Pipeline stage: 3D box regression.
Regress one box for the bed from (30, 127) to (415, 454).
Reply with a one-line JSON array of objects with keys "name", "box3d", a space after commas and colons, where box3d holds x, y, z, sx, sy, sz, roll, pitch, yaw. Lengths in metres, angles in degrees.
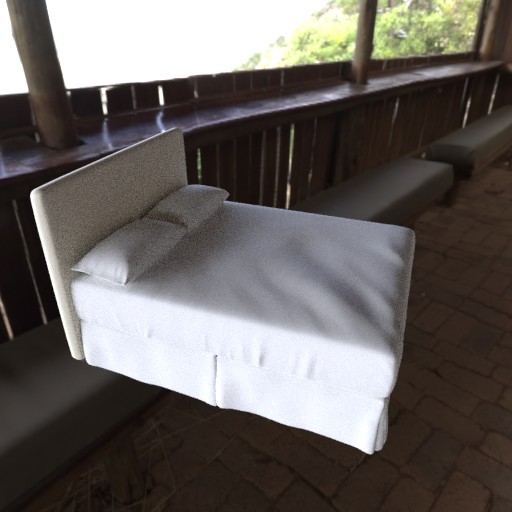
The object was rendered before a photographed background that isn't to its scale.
[{"name": "bed", "box3d": [0.000, 0.000, 3.172, 2.147, 1.330, 1.714, 10, 31, 18]}]
